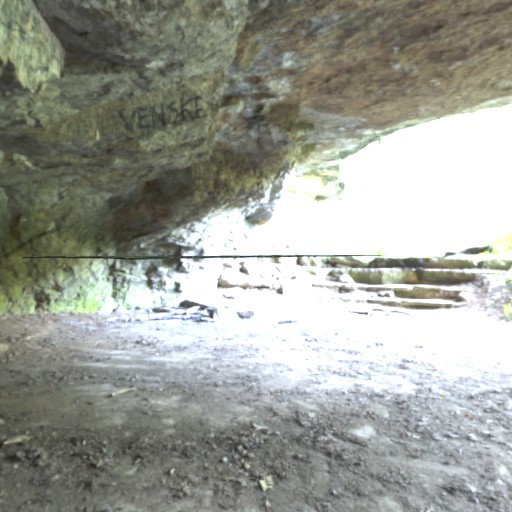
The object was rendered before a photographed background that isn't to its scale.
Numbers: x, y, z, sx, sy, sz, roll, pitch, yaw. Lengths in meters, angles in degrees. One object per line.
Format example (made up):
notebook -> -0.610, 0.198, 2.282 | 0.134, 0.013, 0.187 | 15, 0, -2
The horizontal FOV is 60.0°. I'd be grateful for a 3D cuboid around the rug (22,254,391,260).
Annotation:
rug -> 0.000, 0.000, 2.728 | 0.807, 0.010, 2.476 | 0, 0, 37
